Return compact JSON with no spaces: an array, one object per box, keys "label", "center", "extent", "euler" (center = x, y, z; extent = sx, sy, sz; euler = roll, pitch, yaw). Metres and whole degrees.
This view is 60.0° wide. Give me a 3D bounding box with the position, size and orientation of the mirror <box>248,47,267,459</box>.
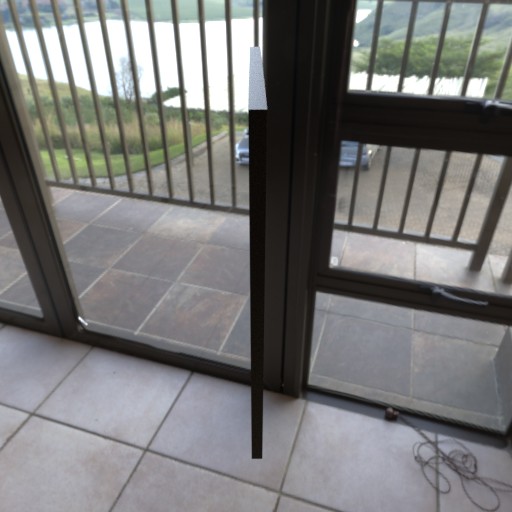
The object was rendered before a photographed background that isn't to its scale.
[{"label":"mirror","center":[0.000,0.000,1.546],"extent":[0.038,1.219,0.762],"euler":[0,34,0]}]
